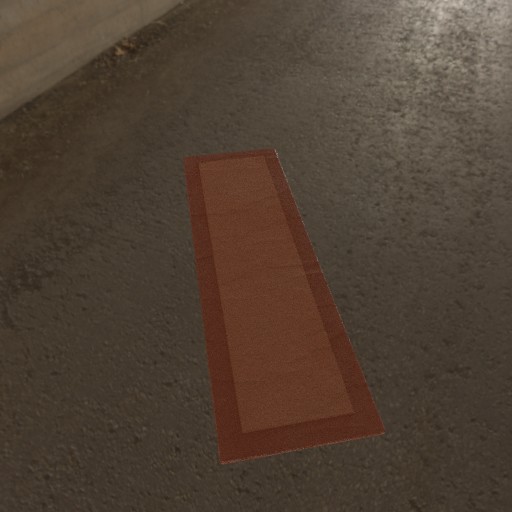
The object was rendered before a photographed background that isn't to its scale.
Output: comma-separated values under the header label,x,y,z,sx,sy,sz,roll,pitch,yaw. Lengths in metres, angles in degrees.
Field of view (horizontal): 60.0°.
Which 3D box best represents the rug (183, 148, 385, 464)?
label,x,y,z,sx,sy,sz,roll,pitch,yaw
rug,0.000,0.000,2.798,0.914,0.013,2.471,-10,46,-10
